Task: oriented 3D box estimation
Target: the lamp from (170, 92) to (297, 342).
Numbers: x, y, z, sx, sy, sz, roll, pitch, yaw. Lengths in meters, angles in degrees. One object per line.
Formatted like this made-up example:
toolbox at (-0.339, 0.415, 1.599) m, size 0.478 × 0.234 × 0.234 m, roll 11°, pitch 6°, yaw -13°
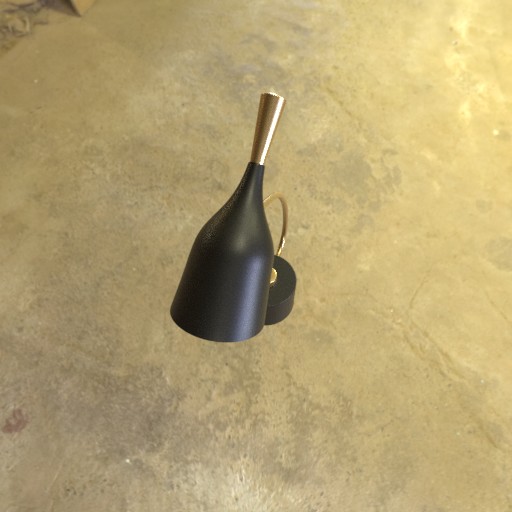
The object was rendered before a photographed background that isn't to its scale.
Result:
lamp at (0.000, 0.000, 0.625) m, size 0.110 × 0.464 × 0.352 m, roll 16°, pitch 58°, yaw 10°
